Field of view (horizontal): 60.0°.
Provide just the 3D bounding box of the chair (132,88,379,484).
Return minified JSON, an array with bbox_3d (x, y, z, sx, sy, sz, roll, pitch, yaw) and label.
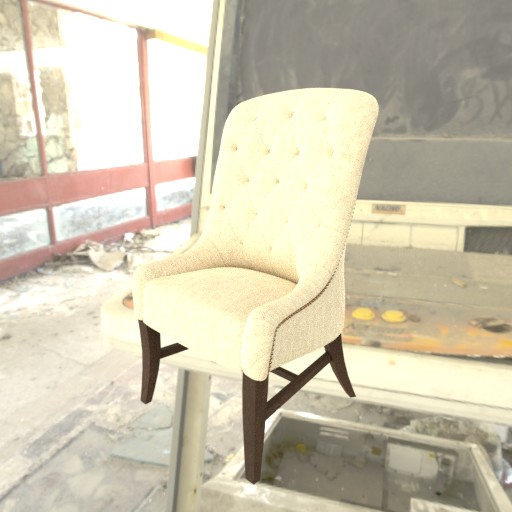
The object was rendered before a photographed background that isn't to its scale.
[{"bbox_3d":[0.000,0.000,1.495,0.634,1.091,0.629,15,22,41],"label":"chair"}]
